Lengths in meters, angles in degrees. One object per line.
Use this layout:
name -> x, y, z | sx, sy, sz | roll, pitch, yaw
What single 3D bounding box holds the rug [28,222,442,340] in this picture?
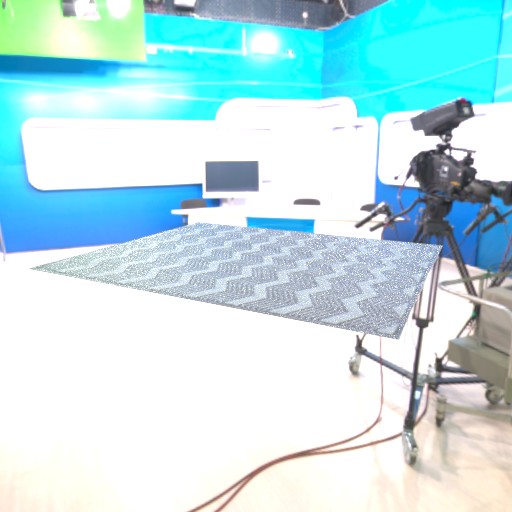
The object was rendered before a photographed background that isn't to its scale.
rug -> 0.000, 0.000, 3.941 | 2.880, 0.005, 2.391 | 7, 16, 26
